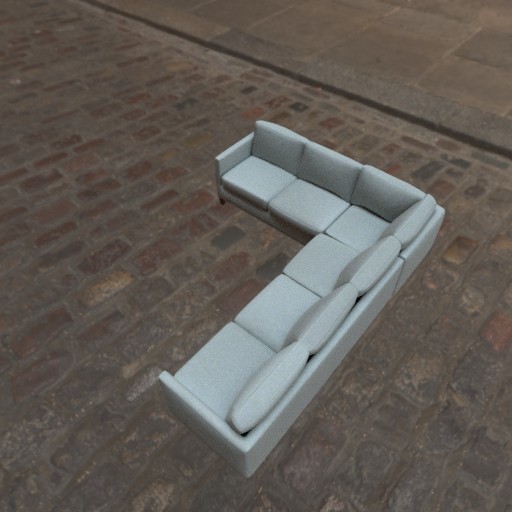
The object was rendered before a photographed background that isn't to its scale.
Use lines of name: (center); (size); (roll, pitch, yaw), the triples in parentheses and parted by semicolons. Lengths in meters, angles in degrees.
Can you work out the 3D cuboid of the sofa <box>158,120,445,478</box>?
sofa: (0.000, 0.000, 4.587); (2.592, 0.947, 3.301); (32, 55, 26)
